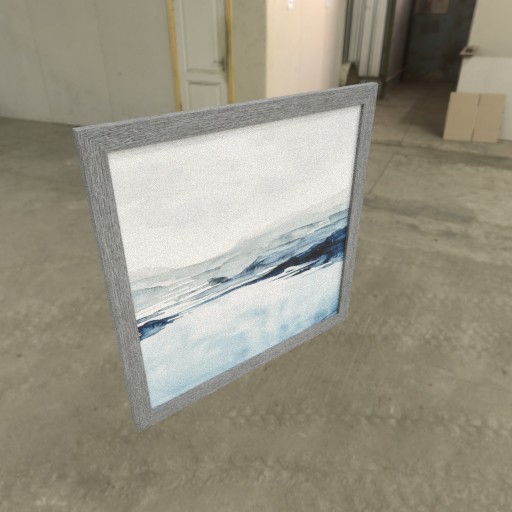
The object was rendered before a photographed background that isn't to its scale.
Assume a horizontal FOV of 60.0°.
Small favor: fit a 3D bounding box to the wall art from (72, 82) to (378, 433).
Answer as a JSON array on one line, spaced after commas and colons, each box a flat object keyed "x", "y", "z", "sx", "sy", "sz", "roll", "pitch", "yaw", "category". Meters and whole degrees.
[{"x": 0.000, "y": 0.000, "z": 1.019, "sx": 0.685, "sy": 0.685, "sz": 0.020, "roll": -21, "pitch": 36, "yaw": -31, "category": "wall art"}]
